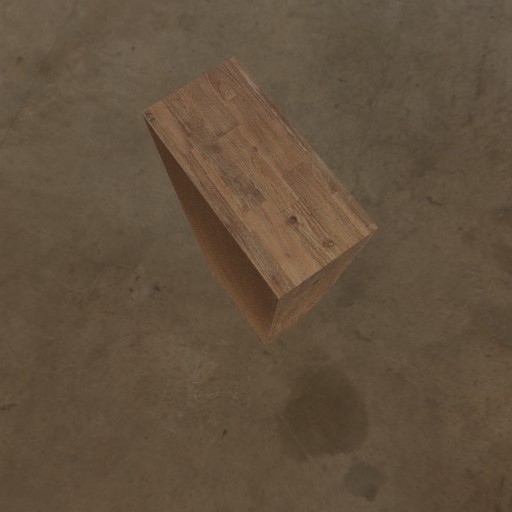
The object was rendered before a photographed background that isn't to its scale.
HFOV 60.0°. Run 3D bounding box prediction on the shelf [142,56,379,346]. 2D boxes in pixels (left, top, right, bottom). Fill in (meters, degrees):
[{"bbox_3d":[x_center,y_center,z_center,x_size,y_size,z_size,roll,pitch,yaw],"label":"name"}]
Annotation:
[{"bbox_3d":[0.000,0.000,1.547,0.267,1.342,0.491,-35,77,-9],"label":"shelf"}]
